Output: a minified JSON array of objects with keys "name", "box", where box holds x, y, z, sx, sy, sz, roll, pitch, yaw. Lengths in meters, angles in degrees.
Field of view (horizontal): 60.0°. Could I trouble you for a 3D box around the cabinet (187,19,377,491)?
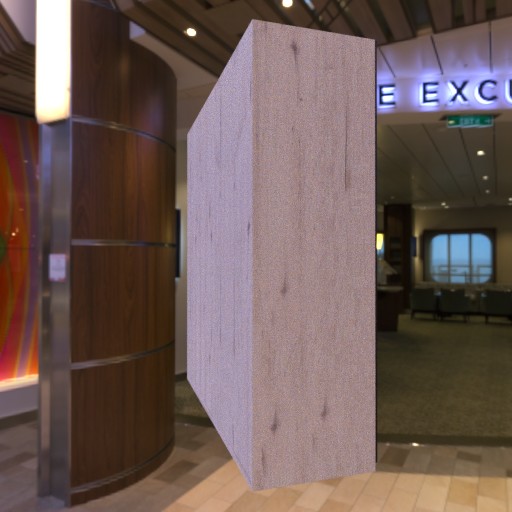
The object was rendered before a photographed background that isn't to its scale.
[{"name":"cabinet","box":[0.000,0.000,3.098,0.660,2.180,2.000,0,0,-17]}]
